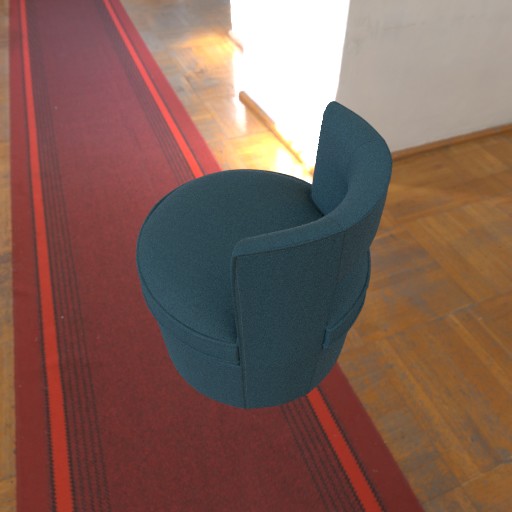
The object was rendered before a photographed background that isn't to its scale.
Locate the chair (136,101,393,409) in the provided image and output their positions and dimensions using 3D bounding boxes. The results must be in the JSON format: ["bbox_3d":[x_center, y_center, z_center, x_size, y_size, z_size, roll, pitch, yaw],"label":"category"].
[{"bbox_3d":[0.000,0.000,1.291,0.660,0.711,0.684,17,49,16],"label":"chair"}]
